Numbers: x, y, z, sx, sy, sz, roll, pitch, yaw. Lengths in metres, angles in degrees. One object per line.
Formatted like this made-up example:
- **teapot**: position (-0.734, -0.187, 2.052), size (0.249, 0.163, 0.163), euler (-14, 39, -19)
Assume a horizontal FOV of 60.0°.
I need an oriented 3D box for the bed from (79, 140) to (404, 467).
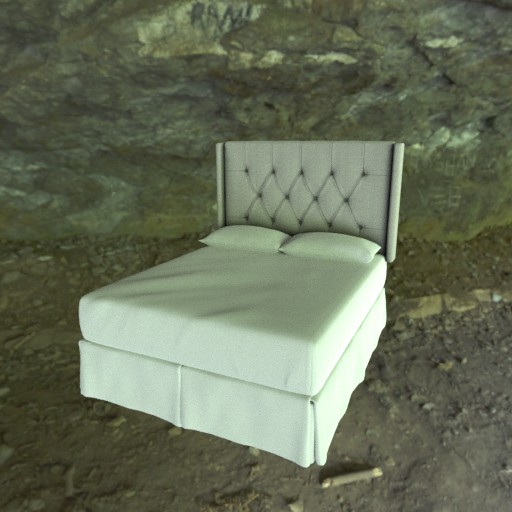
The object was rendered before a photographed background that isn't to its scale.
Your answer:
- **bed**: position (0.000, 0.000, 3.295), size (1.719, 1.665, 2.066), euler (7, 16, 25)
